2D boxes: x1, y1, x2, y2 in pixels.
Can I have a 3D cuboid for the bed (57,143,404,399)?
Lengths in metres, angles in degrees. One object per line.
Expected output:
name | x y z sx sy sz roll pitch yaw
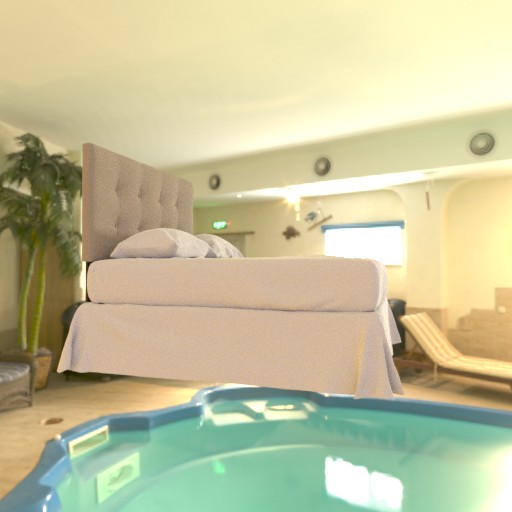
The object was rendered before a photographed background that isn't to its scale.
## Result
bed | 0.000 0.000 3.550 2.222 1.577 1.936 0 -1 18
